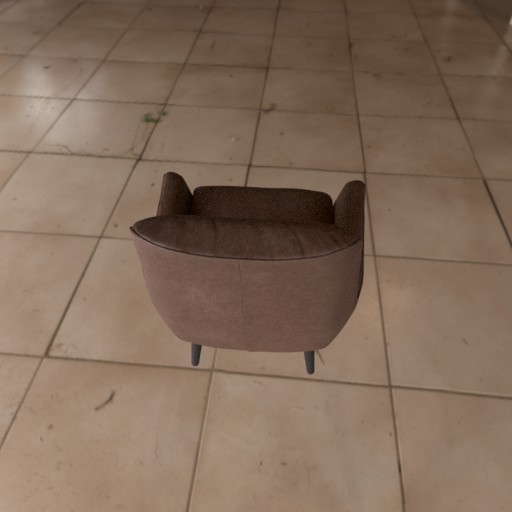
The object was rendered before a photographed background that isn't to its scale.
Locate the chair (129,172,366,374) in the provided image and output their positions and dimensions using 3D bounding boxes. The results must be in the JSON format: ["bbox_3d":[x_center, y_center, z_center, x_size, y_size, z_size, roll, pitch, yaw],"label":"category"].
[{"bbox_3d":[0.000,0.000,1.496,0.787,0.888,0.824,3,47,3],"label":"chair"}]
